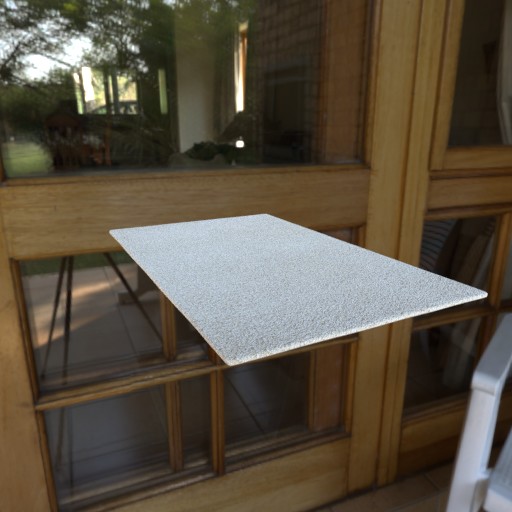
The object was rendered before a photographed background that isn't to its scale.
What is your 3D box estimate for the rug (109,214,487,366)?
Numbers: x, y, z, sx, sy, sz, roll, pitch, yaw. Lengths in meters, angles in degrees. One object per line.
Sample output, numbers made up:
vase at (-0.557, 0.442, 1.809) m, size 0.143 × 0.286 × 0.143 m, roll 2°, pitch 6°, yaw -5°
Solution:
rug at (0.000, 0.000, 3.053) m, size 1.524 × 0.030 × 2.438 m, roll -9°, pitch 19°, yaw -27°
